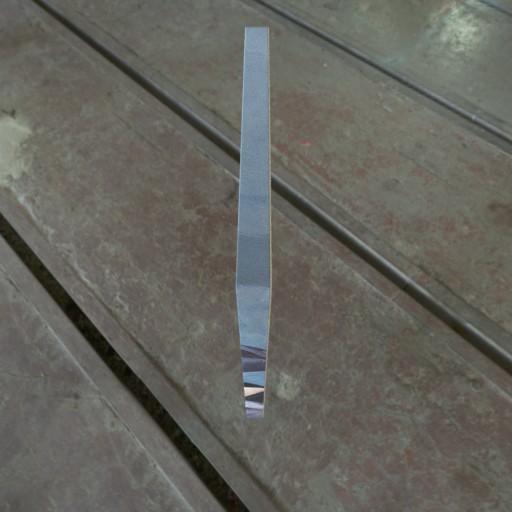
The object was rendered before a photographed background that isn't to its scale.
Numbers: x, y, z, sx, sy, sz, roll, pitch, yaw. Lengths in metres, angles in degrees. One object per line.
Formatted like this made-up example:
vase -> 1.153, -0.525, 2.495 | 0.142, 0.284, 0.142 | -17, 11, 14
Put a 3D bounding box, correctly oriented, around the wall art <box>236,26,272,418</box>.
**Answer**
wall art -> 0.000, 0.000, 0.823 | 0.037, 0.613, 0.455 | 0, 58, 0
